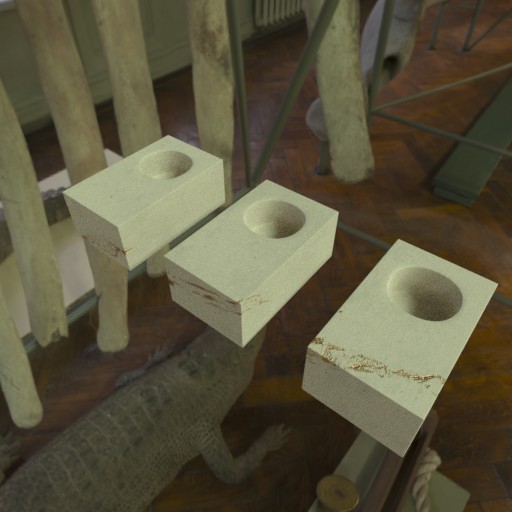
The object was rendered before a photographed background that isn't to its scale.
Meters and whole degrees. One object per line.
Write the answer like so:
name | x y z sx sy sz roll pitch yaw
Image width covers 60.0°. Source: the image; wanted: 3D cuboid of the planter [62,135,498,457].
planter | 0.000 0.000 0.367 0.333 0.051 0.127 29 51 26
